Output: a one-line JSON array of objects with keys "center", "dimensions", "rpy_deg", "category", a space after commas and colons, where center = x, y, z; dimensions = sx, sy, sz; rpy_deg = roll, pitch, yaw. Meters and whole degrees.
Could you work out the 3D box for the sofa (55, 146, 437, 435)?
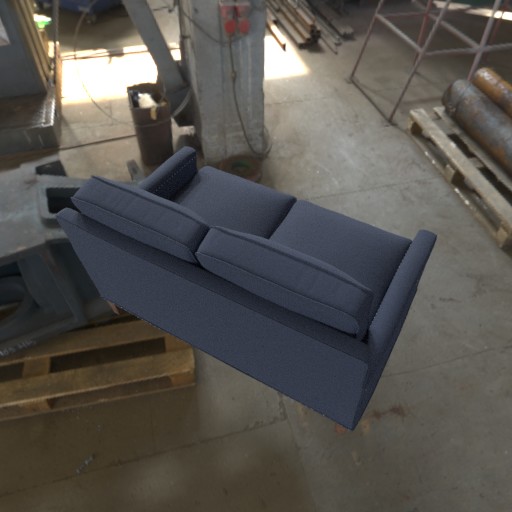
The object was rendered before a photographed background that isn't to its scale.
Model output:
[{"center": [0.000, 0.000, 2.314], "dimensions": [1.597, 1.003, 1.084], "rpy_deg": [23, 51, 20], "category": "sofa"}]
